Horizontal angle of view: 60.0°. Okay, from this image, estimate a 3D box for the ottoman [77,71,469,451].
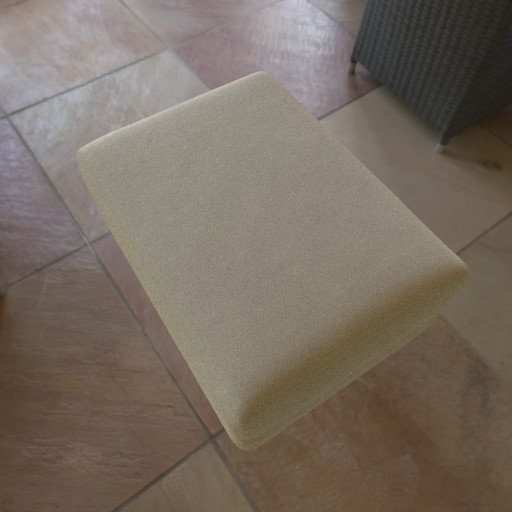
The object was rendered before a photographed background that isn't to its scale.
[{"bbox_3d":[0.000,0.000,1.132,0.569,0.504,0.773,-29,63,-16],"label":"ottoman"}]
